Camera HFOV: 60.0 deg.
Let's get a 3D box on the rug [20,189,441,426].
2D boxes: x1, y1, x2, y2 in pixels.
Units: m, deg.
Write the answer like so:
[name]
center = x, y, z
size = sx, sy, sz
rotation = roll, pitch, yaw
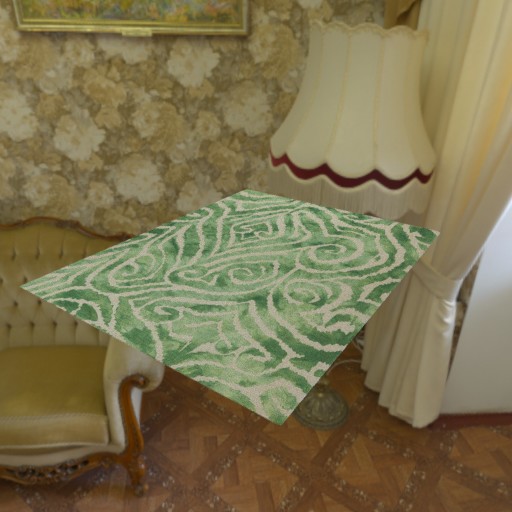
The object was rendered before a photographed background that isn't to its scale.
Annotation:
[rug]
center = 0.000, 0.000, 3.996
size = 2.436, 0.007, 3.045
rotation = 17, 31, 31
